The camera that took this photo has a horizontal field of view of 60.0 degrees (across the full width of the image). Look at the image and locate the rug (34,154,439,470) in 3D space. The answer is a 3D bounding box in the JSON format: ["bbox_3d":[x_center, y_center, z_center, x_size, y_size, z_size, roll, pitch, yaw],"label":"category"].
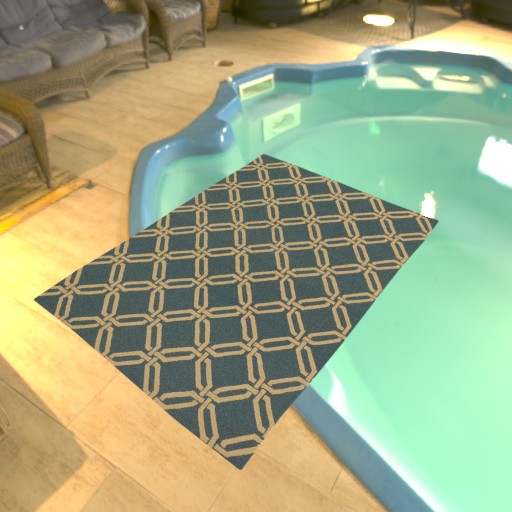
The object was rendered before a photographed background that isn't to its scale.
[{"bbox_3d":[0.000,0.000,2.750,1.524,0.013,2.135,28,48,28],"label":"rug"}]
